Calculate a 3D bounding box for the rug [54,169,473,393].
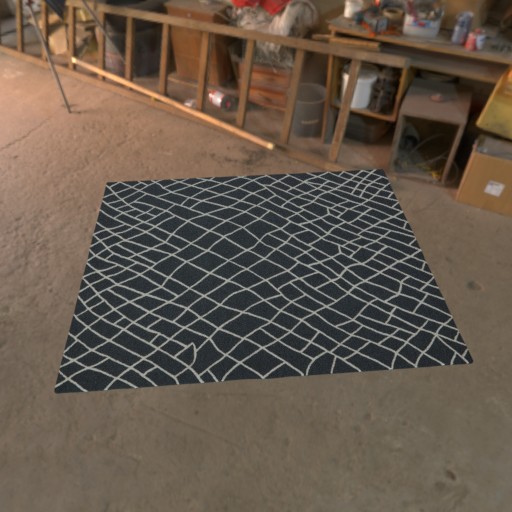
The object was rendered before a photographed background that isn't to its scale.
[{"bbox_3d":[0.000,0.000,4.027,3.047,0.022,2.439,-3,46,-3],"label":"rug"}]
